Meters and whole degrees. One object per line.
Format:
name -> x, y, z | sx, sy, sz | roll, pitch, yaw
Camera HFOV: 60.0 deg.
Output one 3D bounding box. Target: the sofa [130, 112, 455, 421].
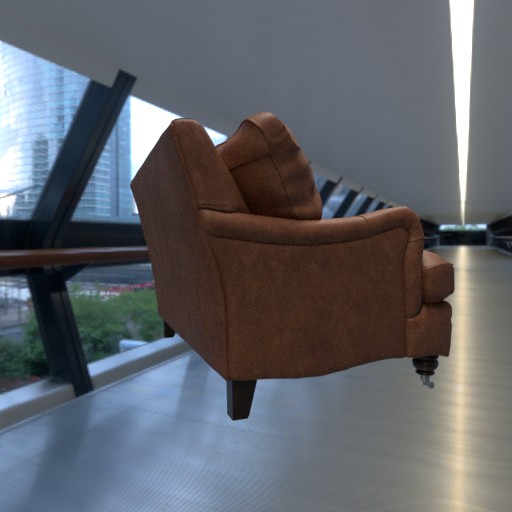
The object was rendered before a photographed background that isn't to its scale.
sofa -> 0.000, 0.000, 2.155 | 1.077, 1.004, 1.527 | 0, 1, -21
